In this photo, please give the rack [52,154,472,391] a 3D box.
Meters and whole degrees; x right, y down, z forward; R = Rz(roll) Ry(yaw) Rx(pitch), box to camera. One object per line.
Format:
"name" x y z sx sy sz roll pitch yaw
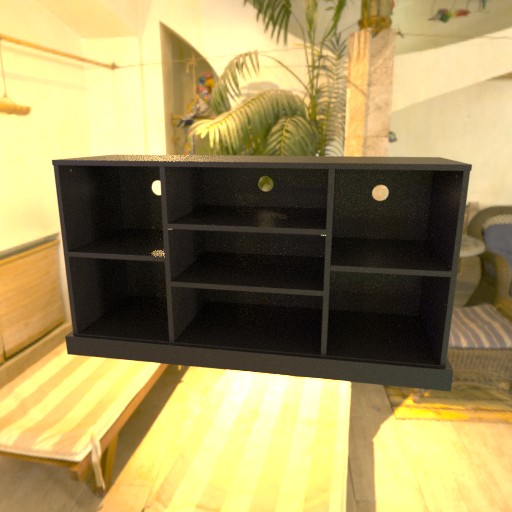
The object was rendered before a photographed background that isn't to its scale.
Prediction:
"rack" 0.000 0.000 1.478 1.206 0.635 0.399 3 16 10
